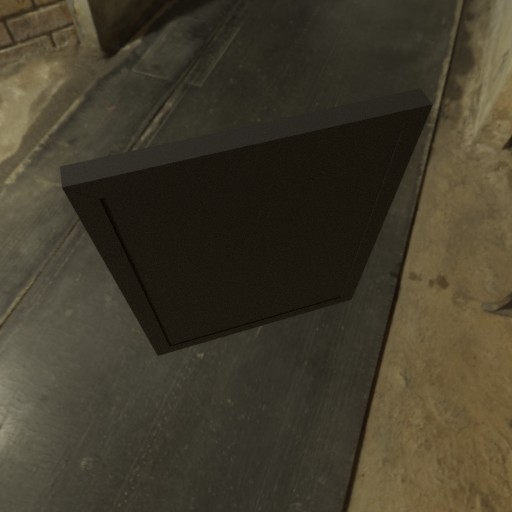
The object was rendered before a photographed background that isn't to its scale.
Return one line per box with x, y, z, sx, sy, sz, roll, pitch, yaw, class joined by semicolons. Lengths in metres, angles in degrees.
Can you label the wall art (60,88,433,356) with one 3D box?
0.000;0.000;0.768;0.457;0.559;0.033;-15;60;-9;wall art
